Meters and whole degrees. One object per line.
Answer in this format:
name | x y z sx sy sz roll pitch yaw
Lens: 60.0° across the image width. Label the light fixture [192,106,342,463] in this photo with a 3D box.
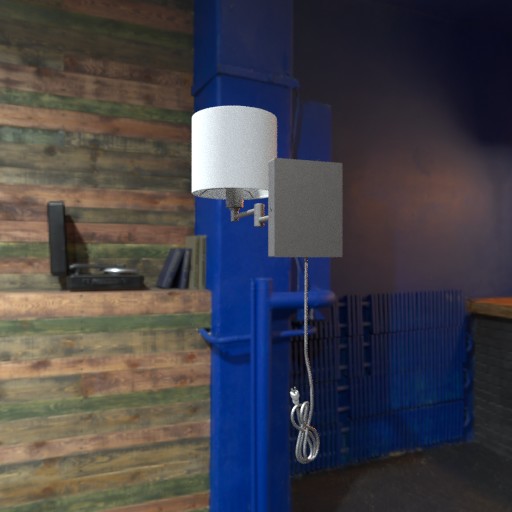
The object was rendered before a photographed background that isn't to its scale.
light fixture | 0.000 0.000 0.914 0.203 0.651 0.516 0 0 -19
